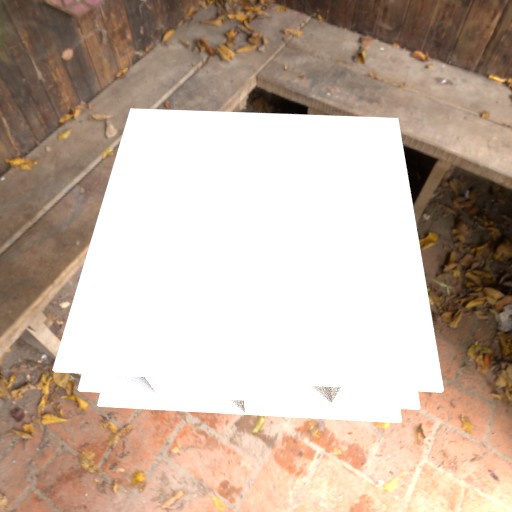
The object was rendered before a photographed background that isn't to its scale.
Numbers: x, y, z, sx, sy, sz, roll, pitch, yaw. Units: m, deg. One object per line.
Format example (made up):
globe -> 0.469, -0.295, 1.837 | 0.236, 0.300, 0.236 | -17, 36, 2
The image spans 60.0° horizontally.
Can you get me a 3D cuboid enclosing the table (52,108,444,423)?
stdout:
table -> 0.000, 0.000, 1.097 | 0.700, 0.289, 0.700 | 3, 58, 2
